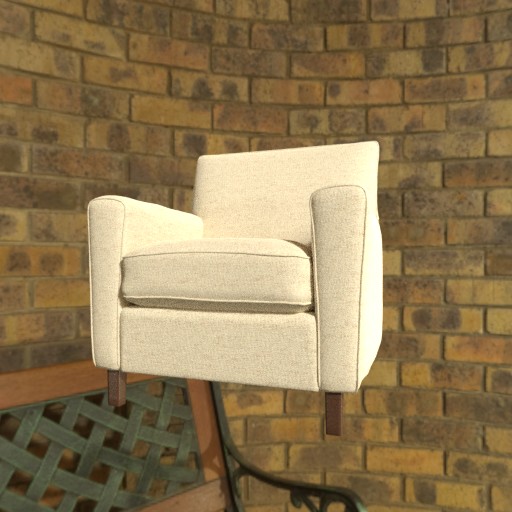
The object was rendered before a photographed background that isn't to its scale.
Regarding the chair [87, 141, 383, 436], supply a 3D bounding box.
[{"bbox_3d":[0.000,0.000,1.605,0.870,0.943,0.823,0,0,20],"label":"chair"}]
